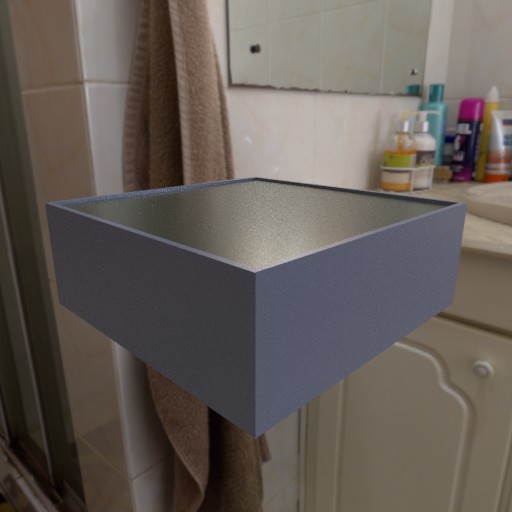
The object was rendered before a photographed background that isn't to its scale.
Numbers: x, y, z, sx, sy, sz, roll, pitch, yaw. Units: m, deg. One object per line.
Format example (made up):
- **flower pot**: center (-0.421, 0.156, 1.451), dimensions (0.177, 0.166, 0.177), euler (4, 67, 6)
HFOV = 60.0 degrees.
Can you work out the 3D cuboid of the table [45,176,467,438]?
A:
- **table**: center (0.000, 0.000, 1.233), dimensions (0.801, 0.299, 0.801), euler (-16, 24, -42)
